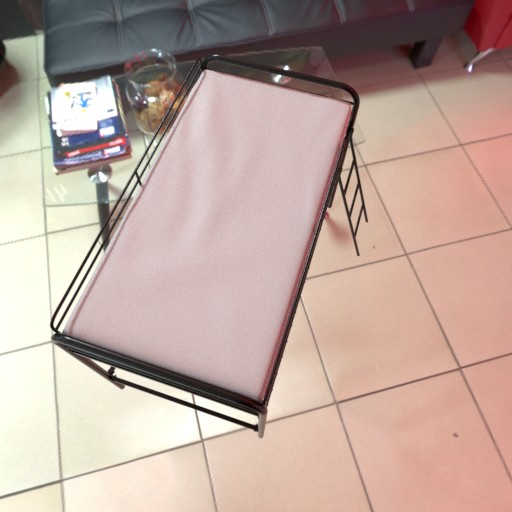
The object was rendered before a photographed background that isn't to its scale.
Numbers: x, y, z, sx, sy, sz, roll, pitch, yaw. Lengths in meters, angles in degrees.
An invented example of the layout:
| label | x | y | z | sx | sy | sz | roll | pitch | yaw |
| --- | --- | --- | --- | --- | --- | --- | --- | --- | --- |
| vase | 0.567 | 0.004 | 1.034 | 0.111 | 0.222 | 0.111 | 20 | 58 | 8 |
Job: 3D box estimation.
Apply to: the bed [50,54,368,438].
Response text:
| label | x | y | z | sx | sy | sz | roll | pitch | yaw |
| --- | --- | --- | --- | --- | --- | --- | --- | --- | --- |
| bed | 0.000 | 0.000 | 2.869 | 1.393 | 1.289 | 1.968 | 16 | 64 | 8 |
